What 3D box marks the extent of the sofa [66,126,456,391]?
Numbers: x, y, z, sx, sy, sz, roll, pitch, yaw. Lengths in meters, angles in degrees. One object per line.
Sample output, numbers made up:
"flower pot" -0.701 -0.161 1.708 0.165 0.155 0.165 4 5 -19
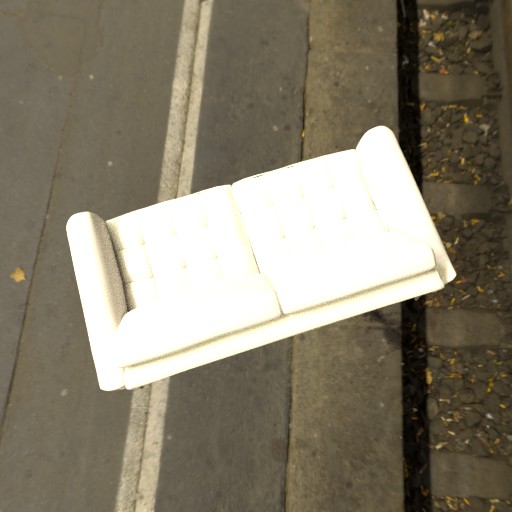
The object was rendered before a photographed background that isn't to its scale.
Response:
"sofa" 0.000 0.000 2.784 2.177 0.930 1.121 -17 76 -4
